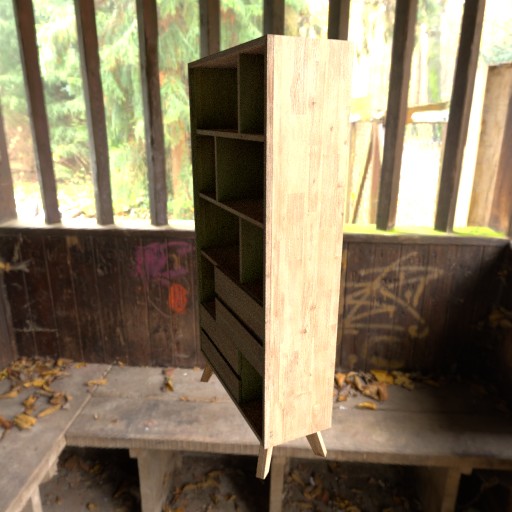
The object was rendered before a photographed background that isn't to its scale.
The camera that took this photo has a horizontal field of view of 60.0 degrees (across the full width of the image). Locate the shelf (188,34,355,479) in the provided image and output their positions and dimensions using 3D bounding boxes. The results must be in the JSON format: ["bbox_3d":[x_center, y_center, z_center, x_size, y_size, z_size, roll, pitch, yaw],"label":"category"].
[{"bbox_3d":[0.000,0.000,1.762,0.308,1.471,0.748,-8,19,-23],"label":"shelf"}]
